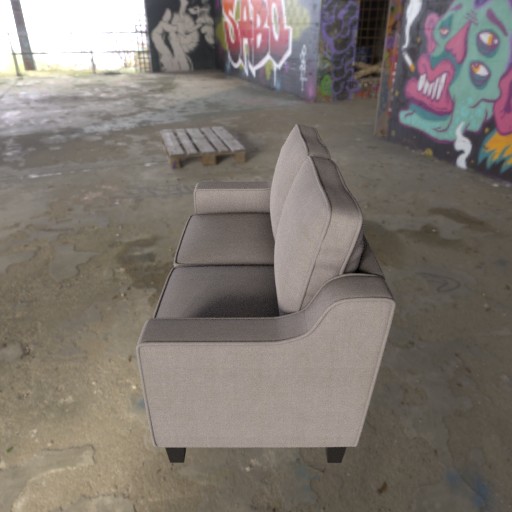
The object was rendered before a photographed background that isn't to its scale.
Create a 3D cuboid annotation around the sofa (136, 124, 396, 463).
[{"bbox_3d":[0.000,0.000,2.009,0.791,0.948,1.500,0,28,0],"label":"sofa"}]
